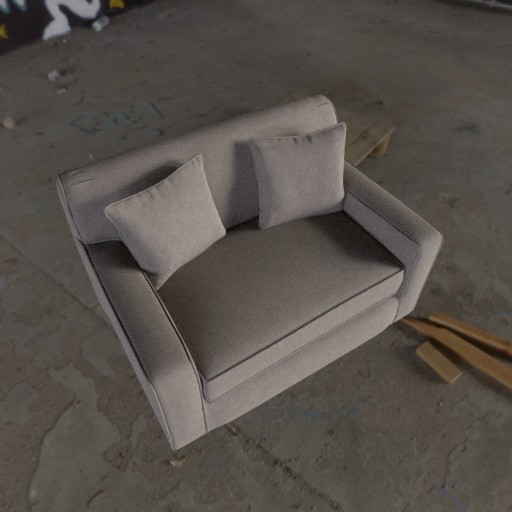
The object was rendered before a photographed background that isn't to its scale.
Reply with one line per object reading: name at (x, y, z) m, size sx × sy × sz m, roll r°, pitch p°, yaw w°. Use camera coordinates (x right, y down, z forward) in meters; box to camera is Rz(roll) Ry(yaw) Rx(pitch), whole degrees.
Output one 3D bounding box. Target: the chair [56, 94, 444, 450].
chair at (0.000, 0.000, 2.066) m, size 1.395 × 0.953 × 0.992 m, roll -24°, pitch 51°, yaw -21°
